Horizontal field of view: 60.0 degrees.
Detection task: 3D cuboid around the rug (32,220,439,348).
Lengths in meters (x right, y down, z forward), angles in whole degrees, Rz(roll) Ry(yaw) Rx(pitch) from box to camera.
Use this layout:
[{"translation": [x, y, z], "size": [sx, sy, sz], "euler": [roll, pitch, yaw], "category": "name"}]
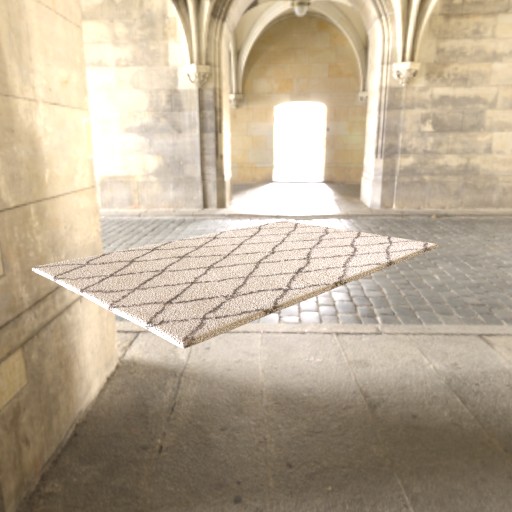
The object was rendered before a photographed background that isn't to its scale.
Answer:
[{"translation": [0.000, 0.000, 3.490], "size": [1.778, 0.030, 2.743], "euler": [14, 20, 42], "category": "rug"}]
